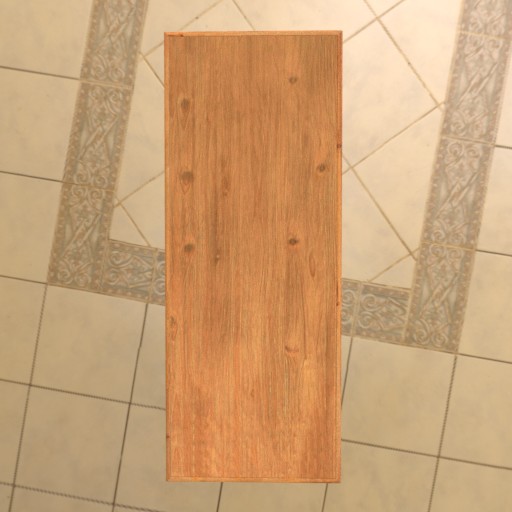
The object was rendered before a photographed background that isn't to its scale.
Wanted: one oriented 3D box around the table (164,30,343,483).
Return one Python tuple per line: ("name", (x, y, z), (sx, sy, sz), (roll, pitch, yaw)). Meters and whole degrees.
("table", (0.000, 0.000, 1.738), (0.522, 0.873, 1.330), (0, 91, 1))
